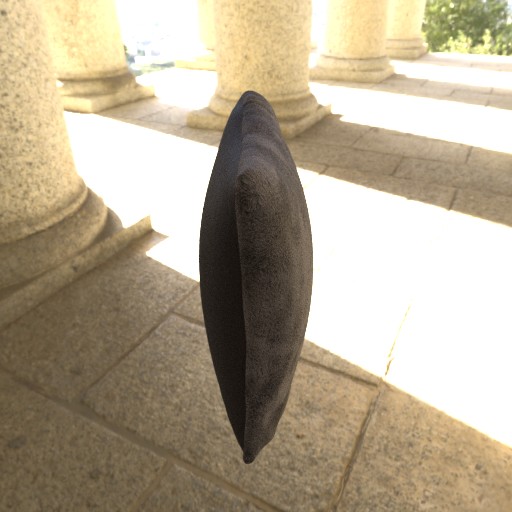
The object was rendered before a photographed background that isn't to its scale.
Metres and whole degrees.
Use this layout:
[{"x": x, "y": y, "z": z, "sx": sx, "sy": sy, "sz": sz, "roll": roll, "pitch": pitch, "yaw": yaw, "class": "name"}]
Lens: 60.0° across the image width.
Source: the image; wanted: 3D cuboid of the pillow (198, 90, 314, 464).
[{"x": 0.000, "y": 0.000, "z": 0.826, "sx": 0.204, "sy": 0.520, "sz": 0.522, "roll": -1, "pitch": 32, "yaw": -1, "class": "pillow"}]
